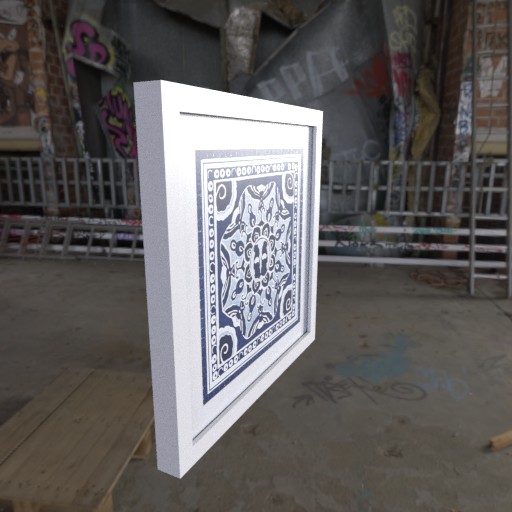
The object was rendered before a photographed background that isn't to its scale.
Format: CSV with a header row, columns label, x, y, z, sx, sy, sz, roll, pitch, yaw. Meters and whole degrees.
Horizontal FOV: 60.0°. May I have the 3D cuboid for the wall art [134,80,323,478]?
label,x,y,z,sx,sy,sz,roll,pitch,yaw
wall art,0.000,0.000,0.535,0.027,0.355,0.355,7,16,27
